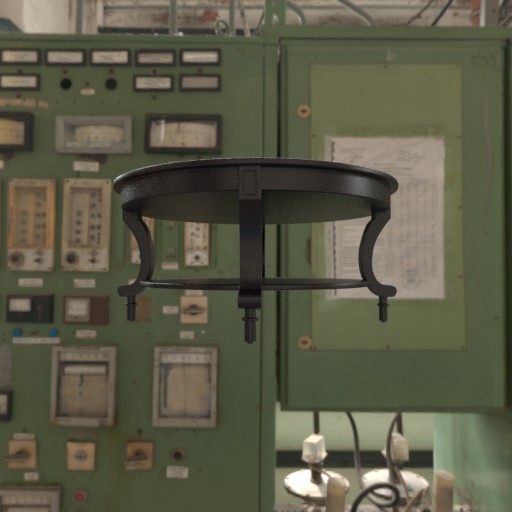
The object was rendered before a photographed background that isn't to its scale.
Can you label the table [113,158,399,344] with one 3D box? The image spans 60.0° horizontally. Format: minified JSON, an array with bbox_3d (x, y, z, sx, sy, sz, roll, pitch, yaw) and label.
[{"bbox_3d":[0.000,0.000,1.663,1.029,0.491,1.029,0,-1,0],"label":"table"}]
